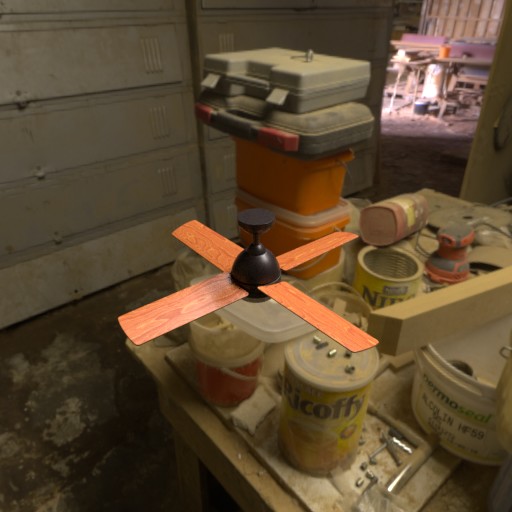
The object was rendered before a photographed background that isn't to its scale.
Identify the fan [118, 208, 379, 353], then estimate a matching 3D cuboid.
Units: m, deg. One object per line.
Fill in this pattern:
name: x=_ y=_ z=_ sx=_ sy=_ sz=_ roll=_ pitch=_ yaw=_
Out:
fan: x=0.000 y=0.000 z=2.048 sx=1.332 sy=0.403 sz=1.332 roll=-22 pitch=37 yaw=-33
